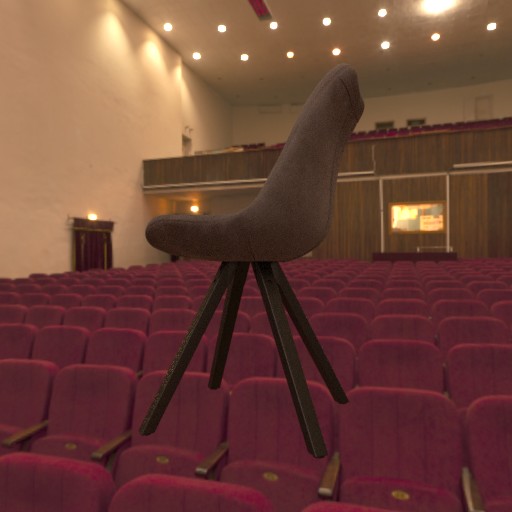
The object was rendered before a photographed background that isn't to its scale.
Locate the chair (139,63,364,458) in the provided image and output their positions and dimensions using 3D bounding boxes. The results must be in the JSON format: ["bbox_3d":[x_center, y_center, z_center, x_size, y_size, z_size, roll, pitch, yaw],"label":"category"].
[{"bbox_3d":[0.000,0.000,1.180,0.550,0.850,0.476,0,-1,19],"label":"chair"}]
